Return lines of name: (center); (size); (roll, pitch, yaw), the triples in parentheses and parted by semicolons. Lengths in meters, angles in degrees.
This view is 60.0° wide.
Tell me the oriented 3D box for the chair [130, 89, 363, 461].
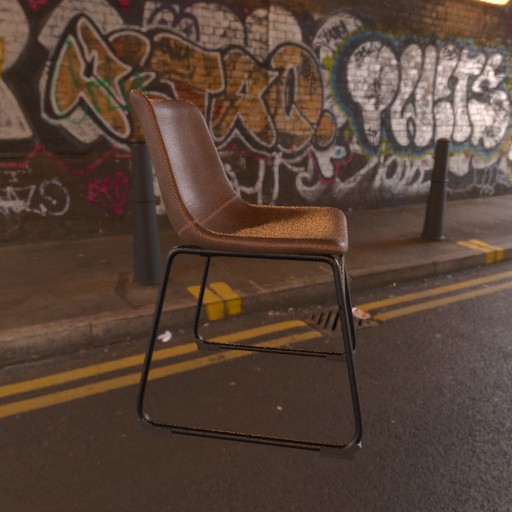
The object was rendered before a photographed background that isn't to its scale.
chair: (0.000, 0.000, 1.129); (0.551, 0.780, 0.460); (3, 16, 10)
